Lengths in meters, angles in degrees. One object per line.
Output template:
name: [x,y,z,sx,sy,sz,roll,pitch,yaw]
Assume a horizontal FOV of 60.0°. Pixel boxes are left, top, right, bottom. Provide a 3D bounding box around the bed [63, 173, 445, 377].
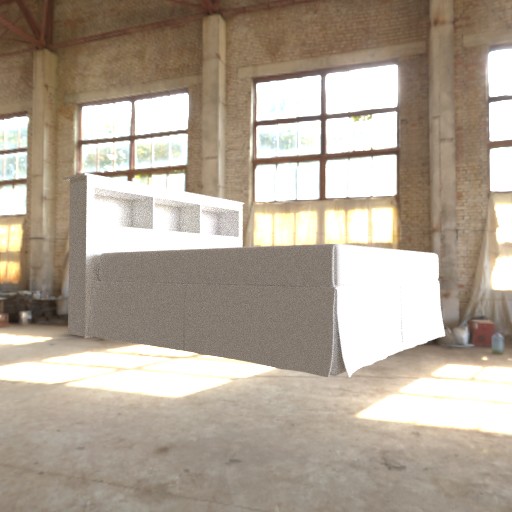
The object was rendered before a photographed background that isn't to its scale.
bed: [0.000,0.000,3.097,2.133,1.092,1.671,-1,-2,38]
